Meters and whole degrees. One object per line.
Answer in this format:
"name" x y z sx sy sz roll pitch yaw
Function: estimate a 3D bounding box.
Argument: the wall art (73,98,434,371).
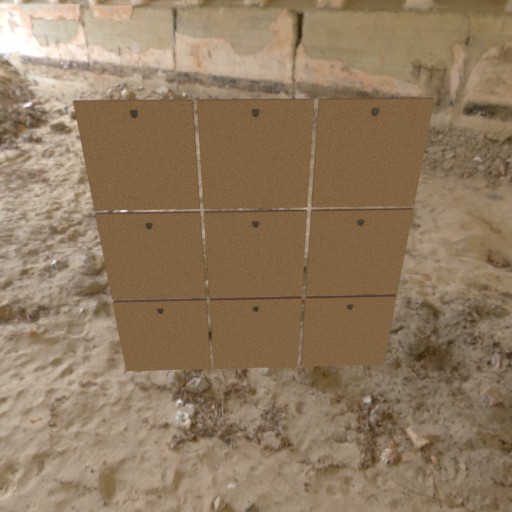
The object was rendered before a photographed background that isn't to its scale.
"wall art" 0.000 0.000 1.801 1.221 1.218 0.024 -1 30 -2
